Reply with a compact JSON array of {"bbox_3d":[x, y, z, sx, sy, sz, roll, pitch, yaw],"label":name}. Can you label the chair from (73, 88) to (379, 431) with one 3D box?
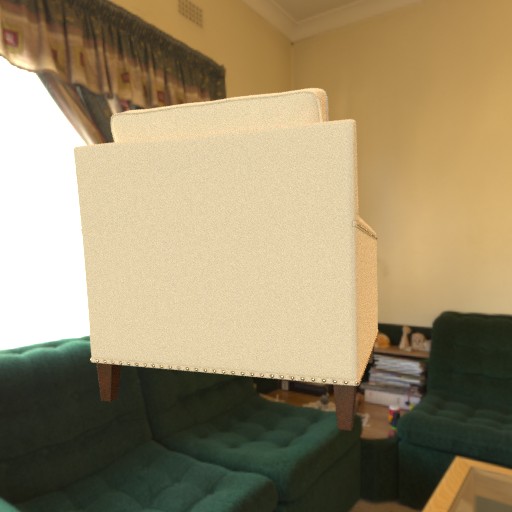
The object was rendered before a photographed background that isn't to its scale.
[{"bbox_3d":[0.000,0.000,1.685,0.853,0.943,1.014,0,0,19],"label":"chair"}]
